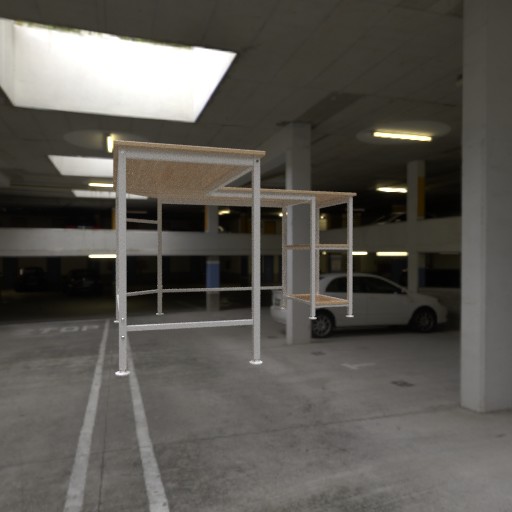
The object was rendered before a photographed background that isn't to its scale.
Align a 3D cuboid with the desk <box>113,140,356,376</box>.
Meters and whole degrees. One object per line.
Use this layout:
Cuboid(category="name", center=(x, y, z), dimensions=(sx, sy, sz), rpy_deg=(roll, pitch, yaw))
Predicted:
Cuboid(category="desk", center=(0.000, 0.000, 2.251), dimensions=(1.379, 0.739, 1.379), rpy_deg=(0, 1, -18))
